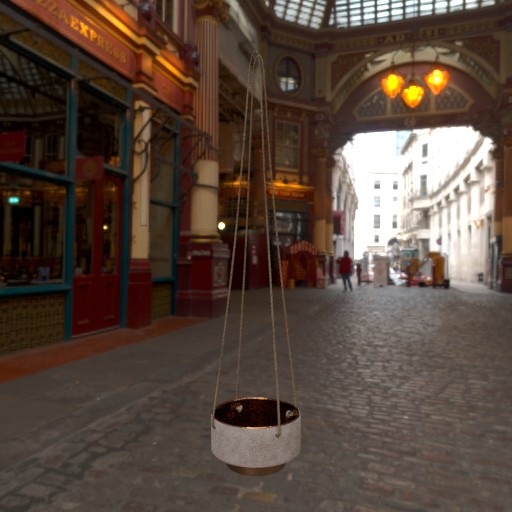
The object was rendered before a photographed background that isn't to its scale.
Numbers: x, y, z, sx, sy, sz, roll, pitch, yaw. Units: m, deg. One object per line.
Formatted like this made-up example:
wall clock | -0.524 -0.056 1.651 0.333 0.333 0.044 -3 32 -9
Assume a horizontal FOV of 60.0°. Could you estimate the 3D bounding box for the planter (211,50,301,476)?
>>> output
planter | 0.000 0.000 1.114 0.223 1.030 0.223 0 0 18
